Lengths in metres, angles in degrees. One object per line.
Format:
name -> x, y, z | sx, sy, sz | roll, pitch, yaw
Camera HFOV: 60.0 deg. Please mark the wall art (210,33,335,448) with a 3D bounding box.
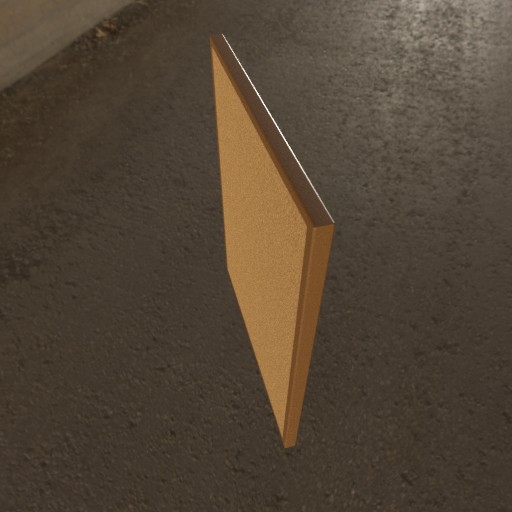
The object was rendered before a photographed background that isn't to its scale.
wall art -> 0.000, 0.000, 0.744 | 0.021, 0.550, 0.449 | -12, 49, -11
